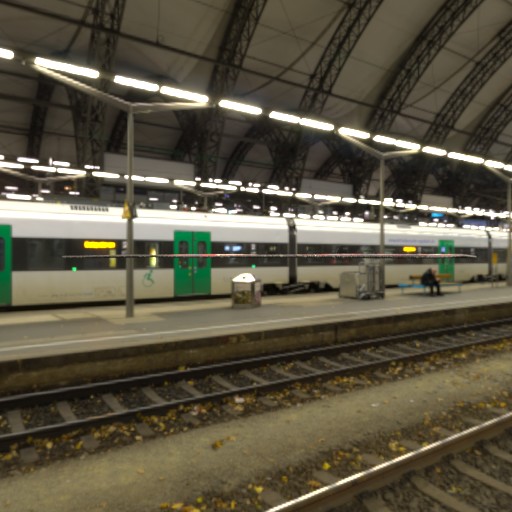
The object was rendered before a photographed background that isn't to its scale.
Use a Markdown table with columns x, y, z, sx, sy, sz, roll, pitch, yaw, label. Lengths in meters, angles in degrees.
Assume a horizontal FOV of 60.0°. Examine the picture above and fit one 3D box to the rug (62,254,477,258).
| x | y | z | sx | sy | sz | roll | pitch | yaw | label |
| --- | --- | --- | --- | --- | --- | --- | --- | --- | --- |
| 0.000 | 0.000 | 3.601 | 3.032 | 0.034 | 1.522 | 0 | 0 | 34 | rug |
